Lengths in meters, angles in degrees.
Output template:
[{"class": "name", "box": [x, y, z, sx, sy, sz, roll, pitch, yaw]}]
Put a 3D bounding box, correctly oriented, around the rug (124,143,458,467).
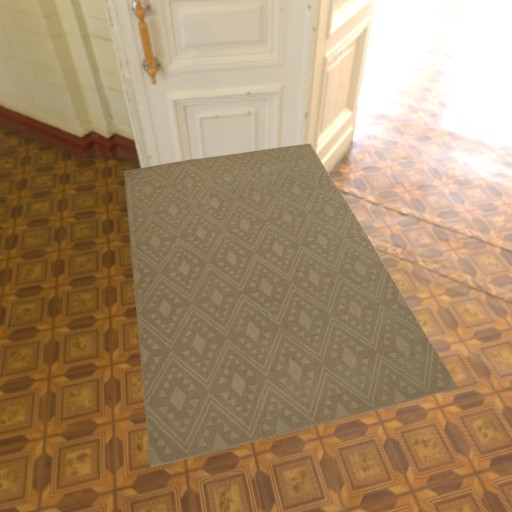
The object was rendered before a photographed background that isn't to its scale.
[{"class": "rug", "box": [0.000, 0.000, 2.303, 1.252, 0.034, 1.829, -11, 48, -10]}]
